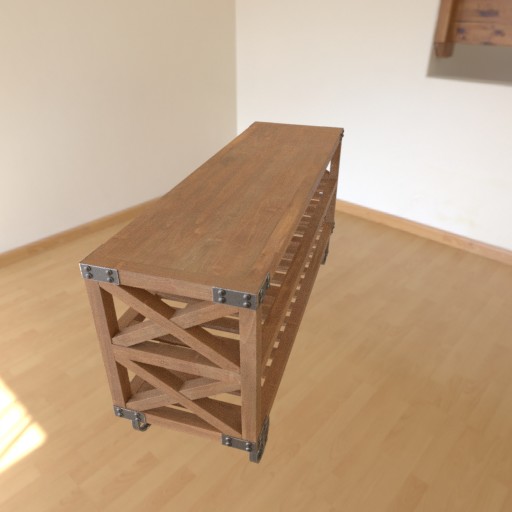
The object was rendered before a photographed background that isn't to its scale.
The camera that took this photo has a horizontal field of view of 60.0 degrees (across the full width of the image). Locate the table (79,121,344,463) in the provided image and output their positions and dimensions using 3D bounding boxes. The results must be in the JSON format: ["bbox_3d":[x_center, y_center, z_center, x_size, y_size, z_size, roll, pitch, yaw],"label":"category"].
[{"bbox_3d":[0.000,0.000,1.809,0.467,0.711,1.487,9,32,15],"label":"table"}]
